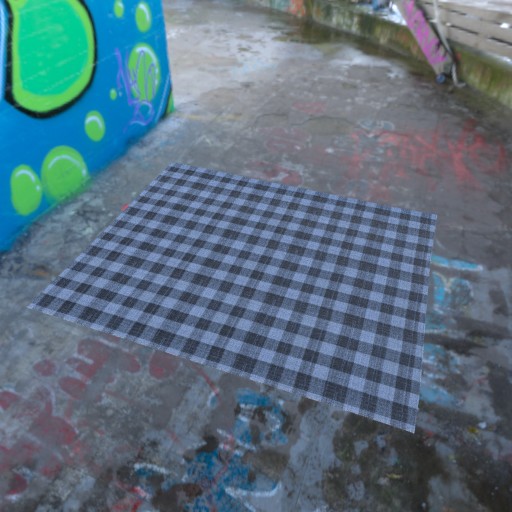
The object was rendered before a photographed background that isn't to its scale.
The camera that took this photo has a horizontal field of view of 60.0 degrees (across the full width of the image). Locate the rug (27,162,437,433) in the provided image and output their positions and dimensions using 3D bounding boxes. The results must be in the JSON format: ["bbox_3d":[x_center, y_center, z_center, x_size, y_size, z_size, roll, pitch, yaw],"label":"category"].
[{"bbox_3d":[0.000,0.000,4.010,3.021,0.013,2.432,14,44,15],"label":"rug"}]
